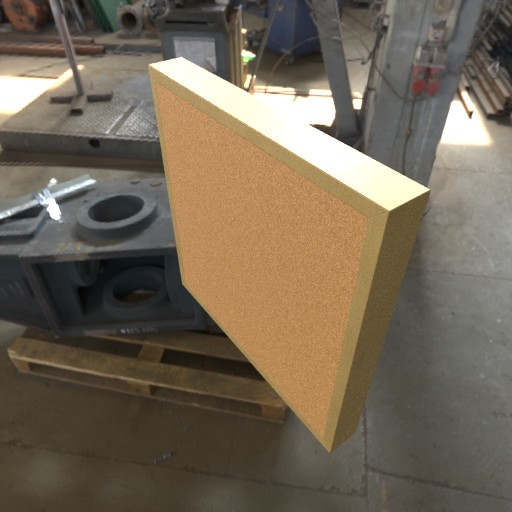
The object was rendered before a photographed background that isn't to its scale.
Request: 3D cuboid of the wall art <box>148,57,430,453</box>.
[{"bbox_3d":[0.000,0.000,0.453,0.038,0.305,0.305,-26,48,-26],"label":"wall art"}]
